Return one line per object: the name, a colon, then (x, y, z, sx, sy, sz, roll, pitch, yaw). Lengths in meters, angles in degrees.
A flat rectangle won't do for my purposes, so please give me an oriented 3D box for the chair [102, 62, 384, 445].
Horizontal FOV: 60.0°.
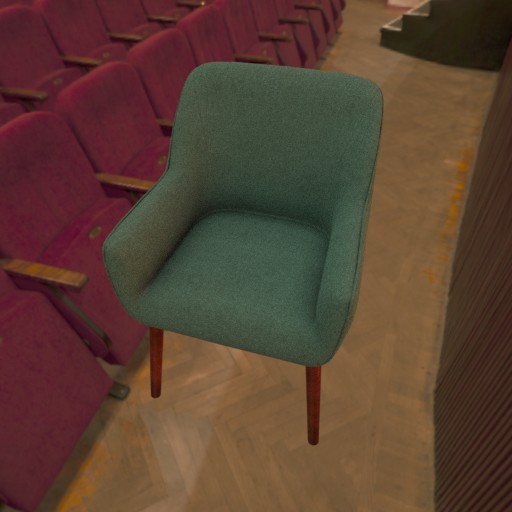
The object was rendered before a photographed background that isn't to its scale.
chair: (0.000, 0.000, 1.148, 0.543, 0.803, 0.519, 12, 42, 13)
